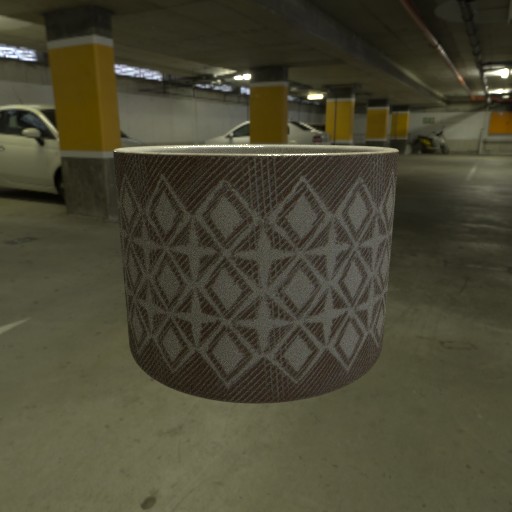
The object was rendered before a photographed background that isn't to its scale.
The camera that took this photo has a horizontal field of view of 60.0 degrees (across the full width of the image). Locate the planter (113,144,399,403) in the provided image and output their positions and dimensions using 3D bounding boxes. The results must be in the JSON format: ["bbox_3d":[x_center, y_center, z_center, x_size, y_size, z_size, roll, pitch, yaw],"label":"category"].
[{"bbox_3d":[0.000,0.000,0.219,0.126,0.104,0.126,0,15,0],"label":"planter"}]
